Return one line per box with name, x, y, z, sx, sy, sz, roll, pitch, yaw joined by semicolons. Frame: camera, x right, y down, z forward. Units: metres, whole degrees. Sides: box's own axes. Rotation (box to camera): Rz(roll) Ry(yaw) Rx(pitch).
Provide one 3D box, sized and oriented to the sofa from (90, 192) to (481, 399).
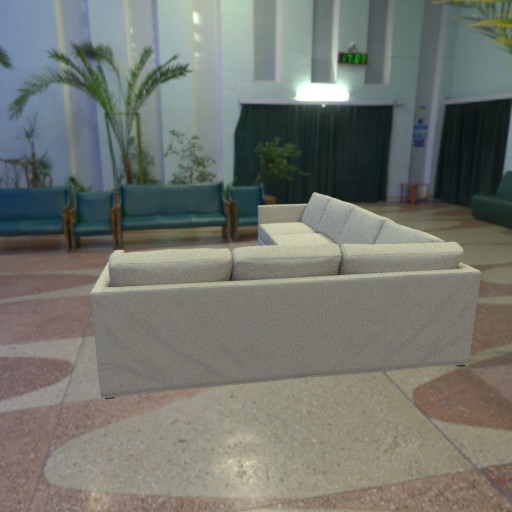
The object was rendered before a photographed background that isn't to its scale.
sofa;0.000;0.000;4.214;2.432;0.871;3.182;-2;15;-9
